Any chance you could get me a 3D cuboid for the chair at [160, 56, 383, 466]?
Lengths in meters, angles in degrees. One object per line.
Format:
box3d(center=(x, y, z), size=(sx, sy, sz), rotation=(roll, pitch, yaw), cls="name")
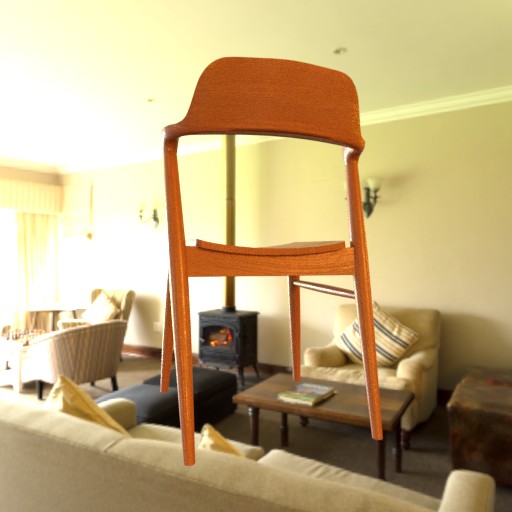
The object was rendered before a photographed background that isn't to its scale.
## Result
box3d(center=(0.000, 0.000, 1.143), size=(0.496, 0.801, 0.499), rotation=(0, 0, -17), cls="chair")
